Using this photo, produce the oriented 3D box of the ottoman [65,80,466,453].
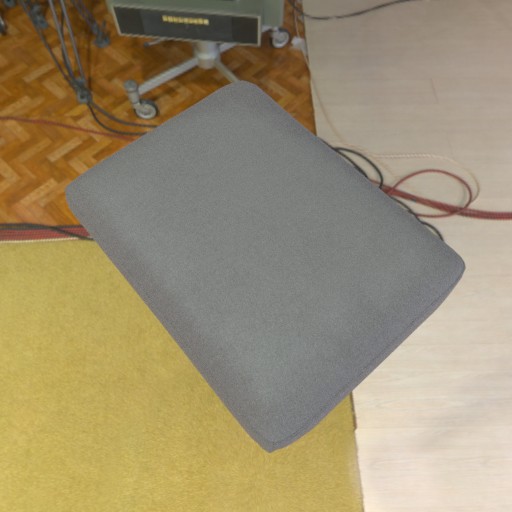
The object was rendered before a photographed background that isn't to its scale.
[{"bbox_3d":[0.000,0.000,1.168,0.608,0.449,0.811,-37,69,-17],"label":"ottoman"}]
